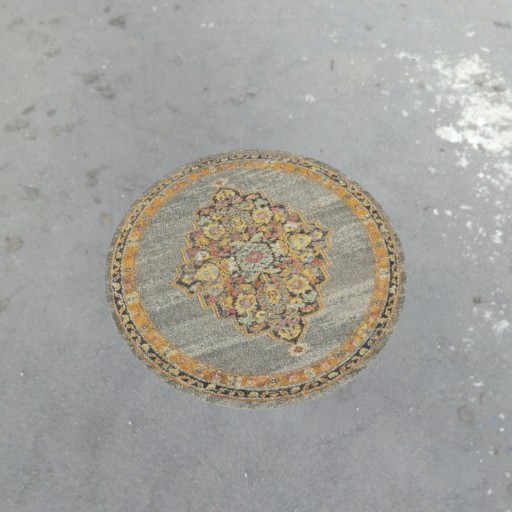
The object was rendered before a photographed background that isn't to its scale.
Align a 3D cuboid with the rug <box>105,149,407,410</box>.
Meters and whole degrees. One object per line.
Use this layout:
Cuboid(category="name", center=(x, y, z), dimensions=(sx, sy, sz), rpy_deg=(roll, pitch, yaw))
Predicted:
Cuboid(category="rug", center=(0.000, 0.000, 3.542), dimensions=(2.382, 0.014, 2.382), rpy_deg=(0, 58, 0))
